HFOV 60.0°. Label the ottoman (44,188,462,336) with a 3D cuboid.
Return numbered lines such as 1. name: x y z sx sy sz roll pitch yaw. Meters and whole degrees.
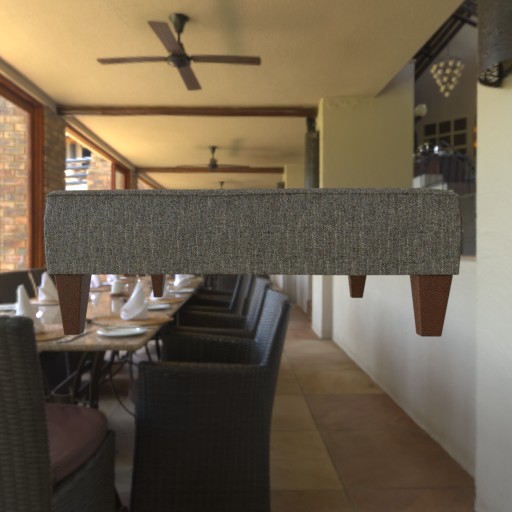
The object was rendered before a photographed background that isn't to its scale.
1. ottoman: 0.000 0.000 1.532 1.016 0.379 0.981 0 1 1
